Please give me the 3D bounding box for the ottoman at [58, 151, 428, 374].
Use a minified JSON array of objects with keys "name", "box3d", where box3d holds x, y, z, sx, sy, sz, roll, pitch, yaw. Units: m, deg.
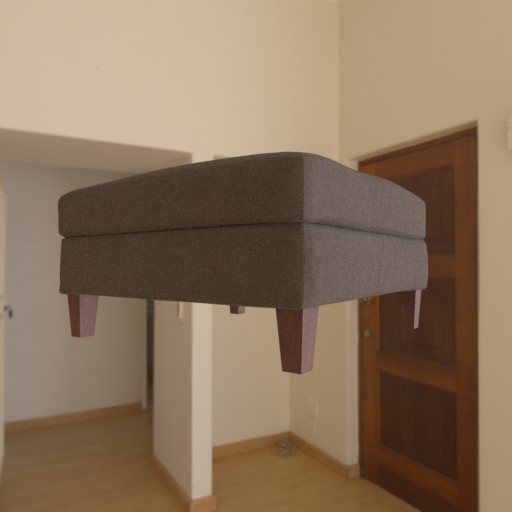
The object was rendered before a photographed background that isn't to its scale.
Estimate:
[{"name":"ottoman","box3d":[0.000,0.000,1.420,0.861,0.482,0.881,-1,-1,36]}]
